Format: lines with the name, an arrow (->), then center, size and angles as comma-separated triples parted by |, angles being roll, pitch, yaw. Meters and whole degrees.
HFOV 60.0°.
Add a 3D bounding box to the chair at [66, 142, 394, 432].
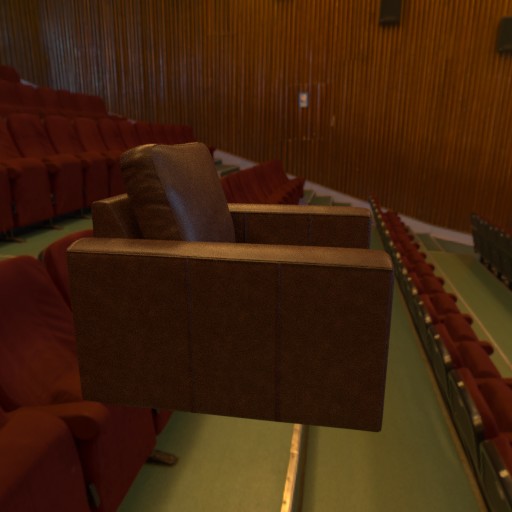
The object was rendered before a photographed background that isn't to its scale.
chair -> 0.000, 0.000, 1.770 | 1.016, 0.873, 1.005 | 3, 15, 10
